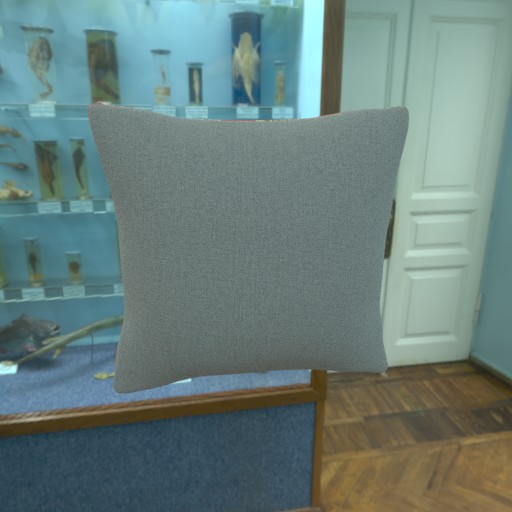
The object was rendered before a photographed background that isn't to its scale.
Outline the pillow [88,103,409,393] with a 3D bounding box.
[{"bbox_3d":[0.000,0.000,0.645,0.437,0.419,0.136,-2,17,-8],"label":"pillow"}]
